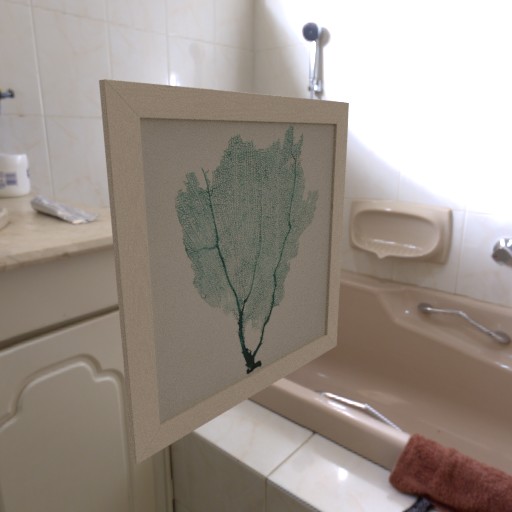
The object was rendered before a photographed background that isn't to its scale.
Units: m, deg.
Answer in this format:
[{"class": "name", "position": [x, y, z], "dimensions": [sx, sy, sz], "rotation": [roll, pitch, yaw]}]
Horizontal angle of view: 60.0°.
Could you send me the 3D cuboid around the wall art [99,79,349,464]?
[{"class": "wall art", "position": [0.000, 0.000, 0.838], "dimensions": [0.015, 0.577, 0.572], "rotation": [14, 21, 42]}]
